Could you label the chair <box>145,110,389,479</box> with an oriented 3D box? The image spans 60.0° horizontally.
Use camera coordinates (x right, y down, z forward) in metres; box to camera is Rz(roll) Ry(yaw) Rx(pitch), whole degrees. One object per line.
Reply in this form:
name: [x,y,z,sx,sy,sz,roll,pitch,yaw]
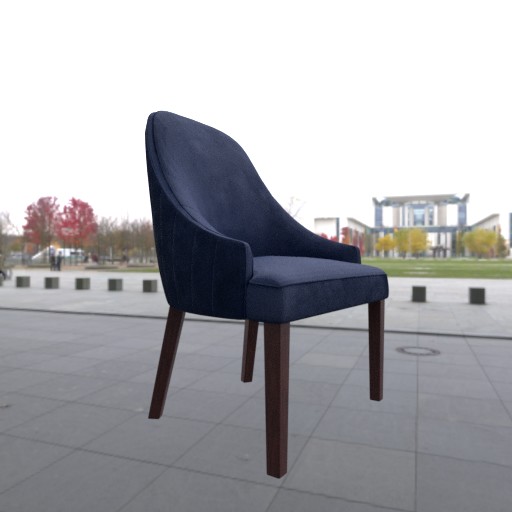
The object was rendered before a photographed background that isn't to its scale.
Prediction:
chair: [0.000,0.000,1.284,0.575,0.889,0.643,0,0,35]
